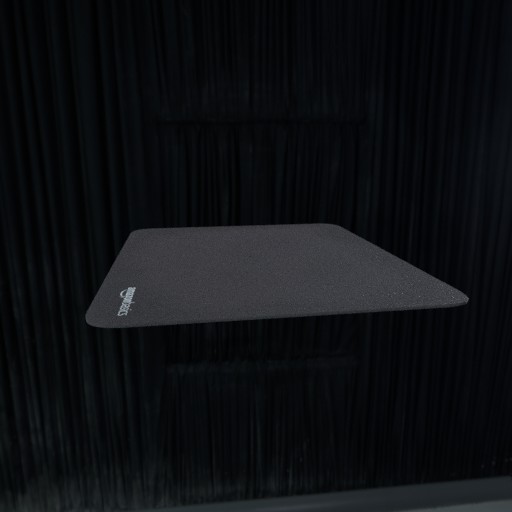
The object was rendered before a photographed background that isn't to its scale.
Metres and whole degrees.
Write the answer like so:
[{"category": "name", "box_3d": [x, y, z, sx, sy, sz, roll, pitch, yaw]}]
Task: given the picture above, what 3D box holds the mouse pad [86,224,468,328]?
[{"category": "mouse pad", "box_3d": [0.000, 0.000, 0.438, 0.269, 0.002, 0.315, -2, 15, -9]}]
